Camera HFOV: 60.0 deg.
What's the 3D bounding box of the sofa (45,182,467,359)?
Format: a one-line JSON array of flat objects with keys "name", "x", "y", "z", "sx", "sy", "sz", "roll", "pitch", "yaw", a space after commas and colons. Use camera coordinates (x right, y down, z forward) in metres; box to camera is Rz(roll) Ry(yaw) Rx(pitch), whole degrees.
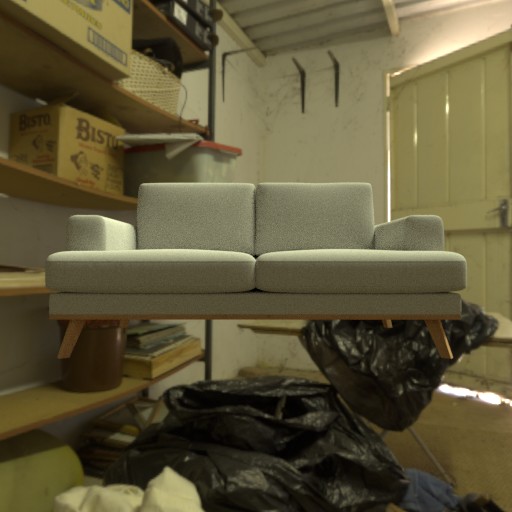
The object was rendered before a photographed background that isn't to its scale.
[{"name": "sofa", "x": 0.000, "y": 0.000, "z": 2.149, "sx": 1.651, "sy": 0.810, "sz": 0.915, "roll": 0, "pitch": 0, "yaw": 0}]
